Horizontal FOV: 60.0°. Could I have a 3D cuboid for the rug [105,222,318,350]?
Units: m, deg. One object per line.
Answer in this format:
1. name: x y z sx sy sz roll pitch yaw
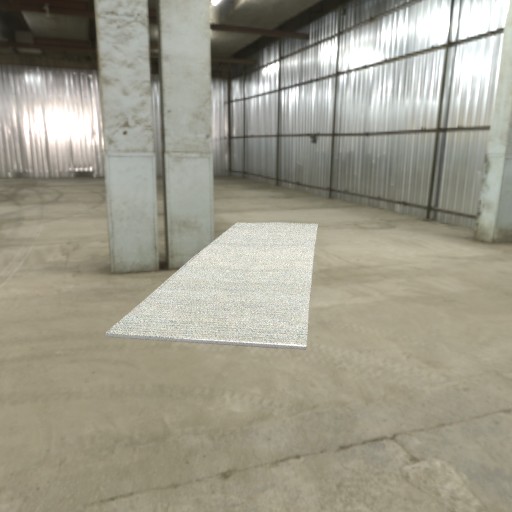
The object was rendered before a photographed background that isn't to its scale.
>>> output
1. rug: 0.000 0.000 2.553 0.675 0.037 2.341 2 14 8
